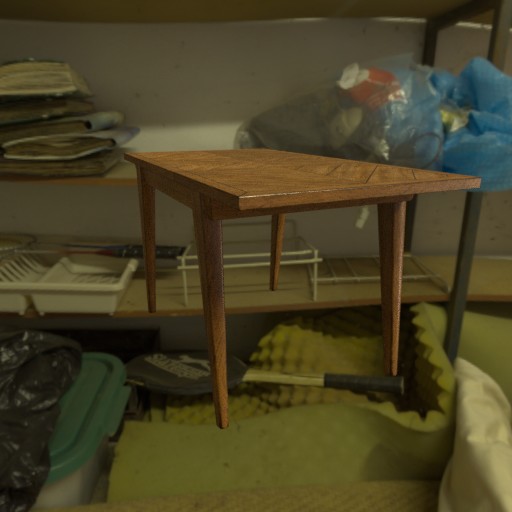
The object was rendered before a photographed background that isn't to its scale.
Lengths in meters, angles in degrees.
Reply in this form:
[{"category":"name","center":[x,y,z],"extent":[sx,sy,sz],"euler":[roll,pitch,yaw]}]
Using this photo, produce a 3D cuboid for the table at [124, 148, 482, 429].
[{"category":"table","center":[0.000,0.000,1.823],"extent":[0.757,0.760,1.400],"euler":[-8,19,-24]}]
